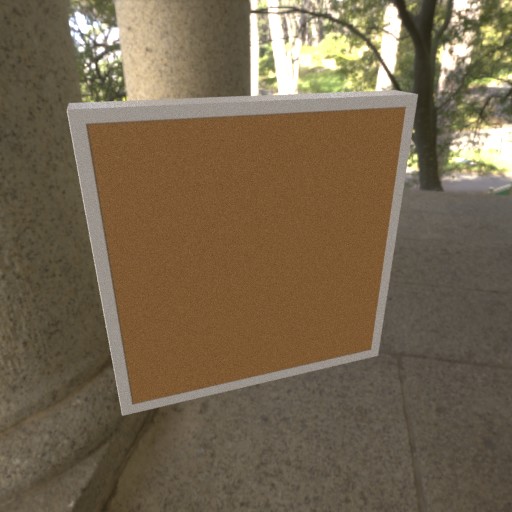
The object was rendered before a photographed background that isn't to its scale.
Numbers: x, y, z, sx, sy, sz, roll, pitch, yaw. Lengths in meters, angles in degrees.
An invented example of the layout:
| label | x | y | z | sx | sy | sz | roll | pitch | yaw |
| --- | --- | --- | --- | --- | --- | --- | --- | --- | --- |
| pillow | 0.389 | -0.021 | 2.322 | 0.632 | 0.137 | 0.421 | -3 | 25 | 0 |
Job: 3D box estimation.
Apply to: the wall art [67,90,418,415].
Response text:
| label | x | y | z | sx | sy | sz | roll | pitch | yaw |
| --- | --- | --- | --- | --- | --- | --- | --- | --- | --- |
| wall art | 0.000 | 0.000 | 0.451 | 0.305 | 0.305 | 0.038 | -8 | 28 | -17 |
